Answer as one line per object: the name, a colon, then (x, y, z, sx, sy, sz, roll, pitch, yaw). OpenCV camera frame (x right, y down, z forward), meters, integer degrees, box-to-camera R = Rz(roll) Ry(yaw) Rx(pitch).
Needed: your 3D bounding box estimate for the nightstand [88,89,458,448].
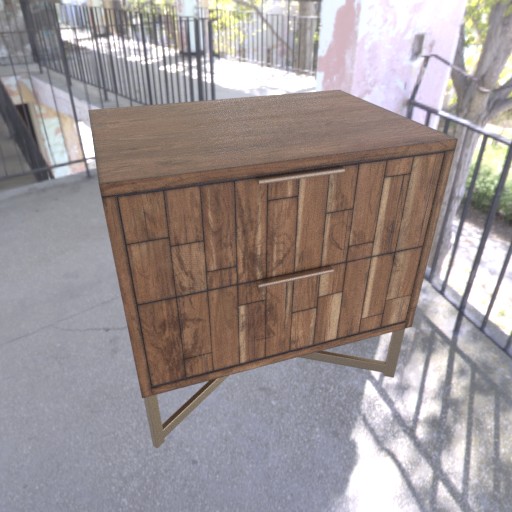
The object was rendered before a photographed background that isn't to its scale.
nightstand: (0.000, 0.000, 1.027, 0.610, 0.610, 0.446, -11, 34, -16)
